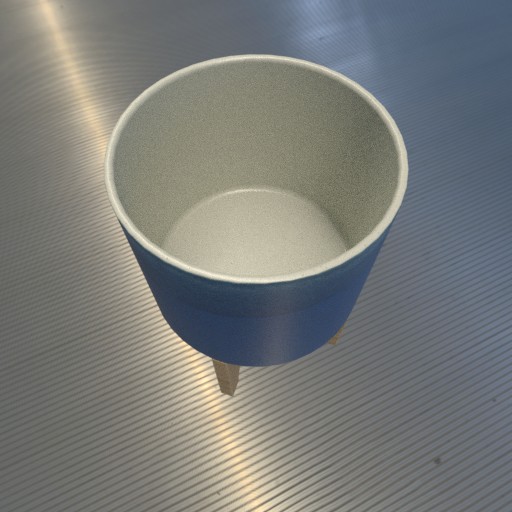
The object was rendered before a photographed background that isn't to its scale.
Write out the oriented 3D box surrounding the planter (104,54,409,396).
[{"bbox_3d":[0.000,0.000,0.542,0.261,0.367,0.261,0,60,0],"label":"planter"}]
